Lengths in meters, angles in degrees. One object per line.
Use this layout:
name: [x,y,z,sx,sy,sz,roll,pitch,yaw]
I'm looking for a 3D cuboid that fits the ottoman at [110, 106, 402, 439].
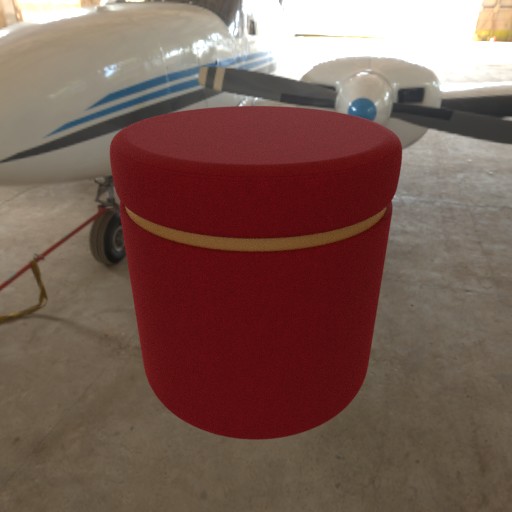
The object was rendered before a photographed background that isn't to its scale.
ottoman: [0.000,0.000,0.714,0.400,0.406,0.400,0,28,0]
